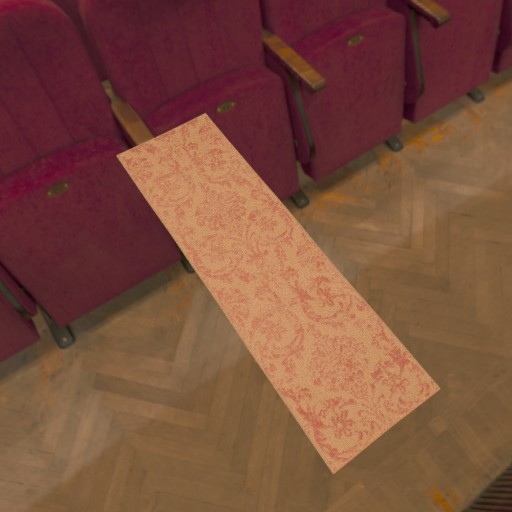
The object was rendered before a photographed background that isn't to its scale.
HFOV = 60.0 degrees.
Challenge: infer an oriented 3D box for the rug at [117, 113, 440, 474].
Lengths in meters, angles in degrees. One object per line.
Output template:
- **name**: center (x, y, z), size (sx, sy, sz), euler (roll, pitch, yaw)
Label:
- **rug**: center (0.000, 0.000, 2.475), size (0.662, 0.011, 2.196), euler (-31, 66, -15)
